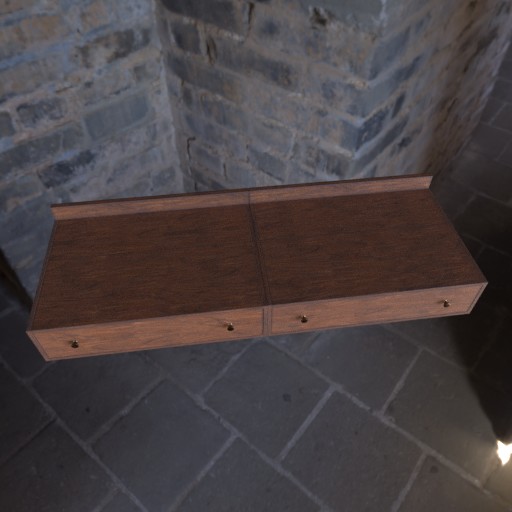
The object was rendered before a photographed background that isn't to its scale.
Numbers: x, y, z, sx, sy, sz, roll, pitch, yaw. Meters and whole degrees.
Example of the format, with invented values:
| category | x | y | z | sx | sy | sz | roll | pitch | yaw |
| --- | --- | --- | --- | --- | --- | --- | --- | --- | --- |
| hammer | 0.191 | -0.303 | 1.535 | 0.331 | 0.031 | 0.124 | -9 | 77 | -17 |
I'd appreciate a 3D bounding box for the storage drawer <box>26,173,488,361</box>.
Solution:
| category | x | y | z | sx | sy | sz | roll | pitch | yaw |
| --- | --- | --- | --- | --- | --- | --- | --- | --- | --- |
| storage drawer | 0.000 | 0.000 | 2.130 | 1.914 | 0.339 | 0.774 | -5 | 48 | -5 |
